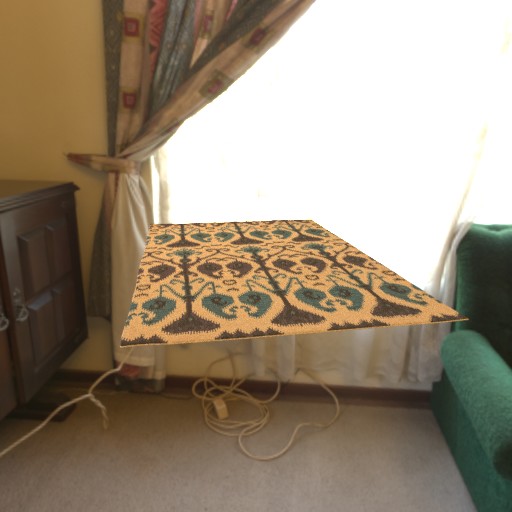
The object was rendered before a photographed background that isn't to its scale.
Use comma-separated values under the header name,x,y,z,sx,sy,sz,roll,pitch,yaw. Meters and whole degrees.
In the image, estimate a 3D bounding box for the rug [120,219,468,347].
name,x,y,z,sx,sy,sz,roll,pitch,yaw
rug,0.000,0.000,2.116,1.072,0.013,1.698,-3,16,-10
